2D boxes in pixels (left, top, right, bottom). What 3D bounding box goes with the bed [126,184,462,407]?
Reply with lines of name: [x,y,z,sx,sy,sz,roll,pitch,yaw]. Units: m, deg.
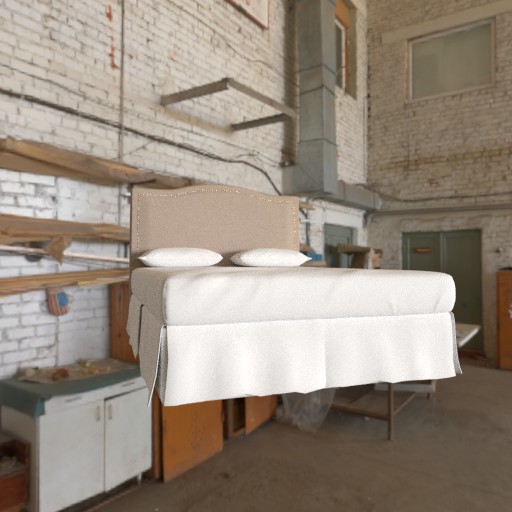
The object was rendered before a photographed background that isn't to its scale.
bed: [0.000,0.000,3.362,1.821,1.436,2.282,0,-1,-19]
